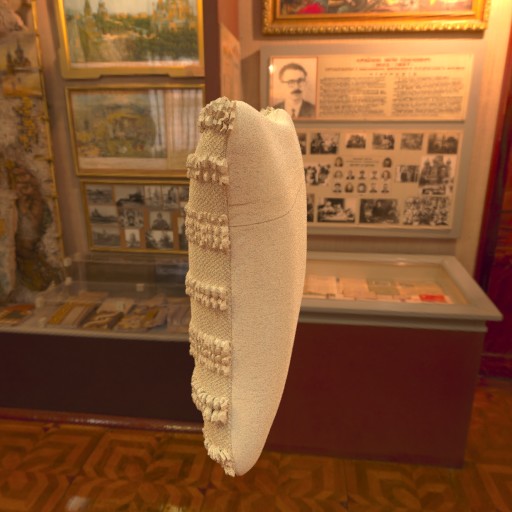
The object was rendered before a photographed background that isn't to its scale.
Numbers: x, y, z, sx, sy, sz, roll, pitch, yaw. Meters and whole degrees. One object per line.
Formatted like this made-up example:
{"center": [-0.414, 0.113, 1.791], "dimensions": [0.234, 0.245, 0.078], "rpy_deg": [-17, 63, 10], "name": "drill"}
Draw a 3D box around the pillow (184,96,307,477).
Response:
{"center": [0.000, 0.000, 0.648], "dimensions": [0.145, 0.427, 0.437], "rpy_deg": [3, 17, 9], "name": "pillow"}
